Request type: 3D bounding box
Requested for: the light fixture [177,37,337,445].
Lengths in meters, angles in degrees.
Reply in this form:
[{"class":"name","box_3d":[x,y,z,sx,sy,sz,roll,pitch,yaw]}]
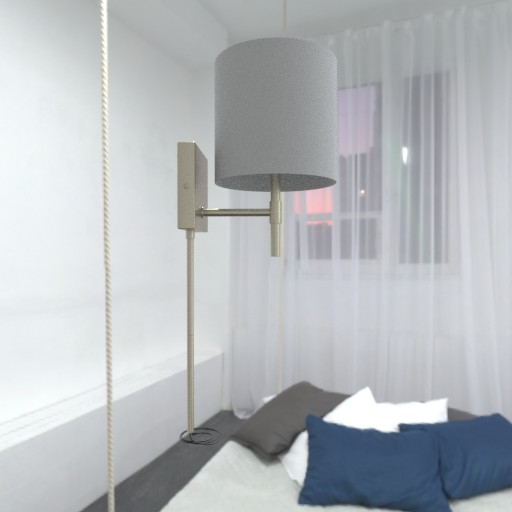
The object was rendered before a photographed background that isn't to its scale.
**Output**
[{"class":"light fixture","box_3d":[0.000,0.000,0.693,0.248,0.589,0.188,0,1,2]}]
